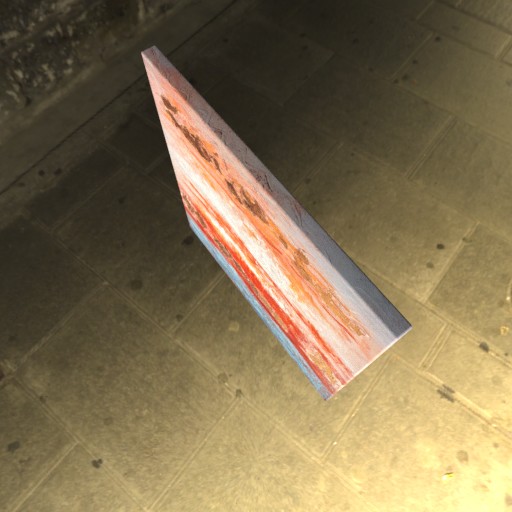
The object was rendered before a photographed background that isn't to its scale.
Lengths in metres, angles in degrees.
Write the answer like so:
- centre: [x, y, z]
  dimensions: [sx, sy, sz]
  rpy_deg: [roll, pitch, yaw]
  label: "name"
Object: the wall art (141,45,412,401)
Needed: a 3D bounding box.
- centre: [0.000, 0.000, 1.124]
  dimensions: [0.035, 0.747, 0.747]
  rpy_deg: [-34, 70, -15]
  label: "wall art"
